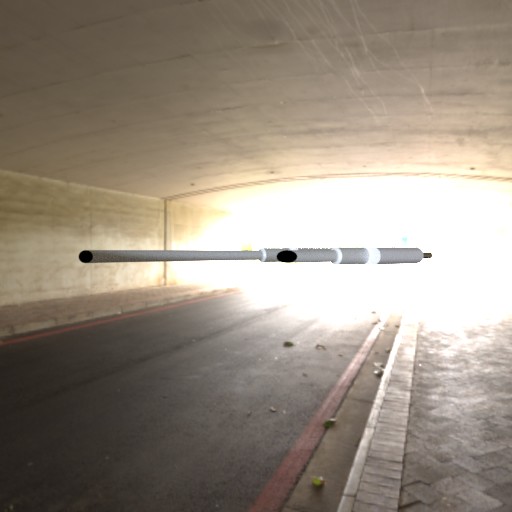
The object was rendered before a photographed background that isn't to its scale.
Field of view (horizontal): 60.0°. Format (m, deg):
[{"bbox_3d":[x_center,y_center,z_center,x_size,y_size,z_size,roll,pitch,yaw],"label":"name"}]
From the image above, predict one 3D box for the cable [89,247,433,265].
[{"bbox_3d":[0.000,0.000,0.113,0.098,0.005,0.041,-1,1,-37],"label":"cable"}]
